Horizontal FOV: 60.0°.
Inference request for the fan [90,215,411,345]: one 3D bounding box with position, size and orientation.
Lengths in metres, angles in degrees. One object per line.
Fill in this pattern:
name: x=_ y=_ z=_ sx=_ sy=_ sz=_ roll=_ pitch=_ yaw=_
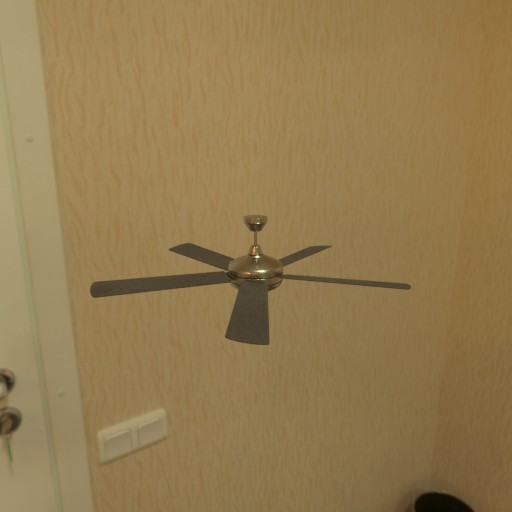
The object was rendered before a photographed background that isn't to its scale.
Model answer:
fan: x=0.000 y=0.000 z=1.992 sx=1.321 sy=0.356 sz=1.321 roll=7 pitch=16 yaw=25
